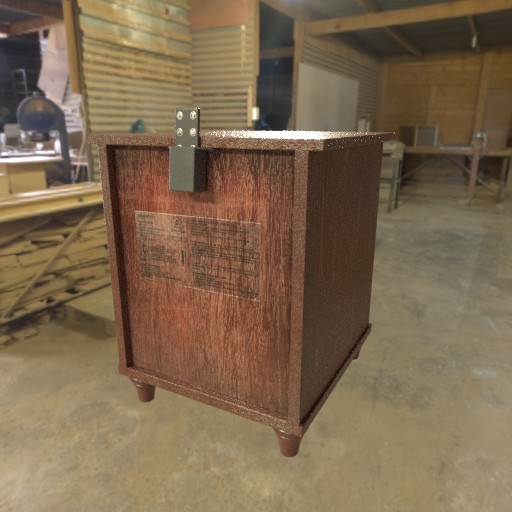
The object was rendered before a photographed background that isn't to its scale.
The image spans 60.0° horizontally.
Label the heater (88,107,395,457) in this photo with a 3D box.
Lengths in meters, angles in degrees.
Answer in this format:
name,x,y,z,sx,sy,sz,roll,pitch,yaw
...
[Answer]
name,x,y,z,sx,sy,sz,roll,pitch,yaw
heater,0.000,0.000,0.772,0.362,0.481,0.400,9,19,27
